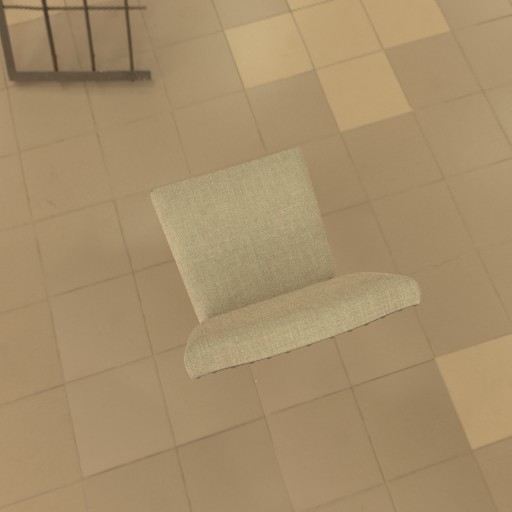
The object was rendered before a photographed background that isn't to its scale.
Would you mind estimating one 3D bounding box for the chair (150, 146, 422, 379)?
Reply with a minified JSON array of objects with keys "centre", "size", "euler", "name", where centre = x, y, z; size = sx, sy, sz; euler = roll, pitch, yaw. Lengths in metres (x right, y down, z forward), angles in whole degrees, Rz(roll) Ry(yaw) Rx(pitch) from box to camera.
[{"centre":[0.000,0.000,1.311],"size":[0.508,0.986,0.622],"euler":[-17,75,-5],"name":"chair"}]
